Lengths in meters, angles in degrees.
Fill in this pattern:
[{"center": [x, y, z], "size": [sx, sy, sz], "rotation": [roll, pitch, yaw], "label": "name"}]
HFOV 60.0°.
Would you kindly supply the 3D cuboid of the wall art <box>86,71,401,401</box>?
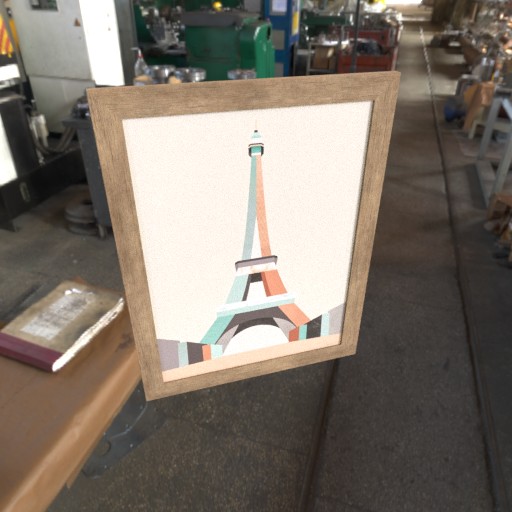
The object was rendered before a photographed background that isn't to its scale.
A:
[{"center": [0.000, 0.000, 0.914], "size": [0.534, 0.686, 0.018], "rotation": [-9, 33, -14], "label": "wall art"}]
